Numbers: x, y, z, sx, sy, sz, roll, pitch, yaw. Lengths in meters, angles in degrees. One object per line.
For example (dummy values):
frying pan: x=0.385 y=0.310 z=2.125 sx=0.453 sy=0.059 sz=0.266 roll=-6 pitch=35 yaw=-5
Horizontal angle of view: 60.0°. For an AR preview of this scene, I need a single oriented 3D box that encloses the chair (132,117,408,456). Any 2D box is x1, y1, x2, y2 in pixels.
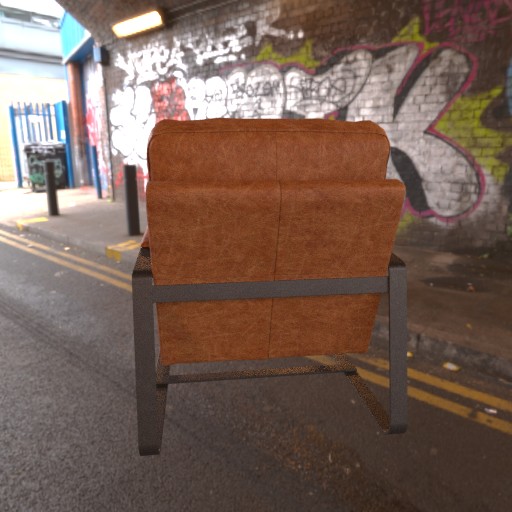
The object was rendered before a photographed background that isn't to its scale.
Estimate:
chair: x=0.000 y=0.000 z=1.356 sx=0.651 sy=0.777 sz=0.801 roll=-2 pitch=14 yaw=-7
